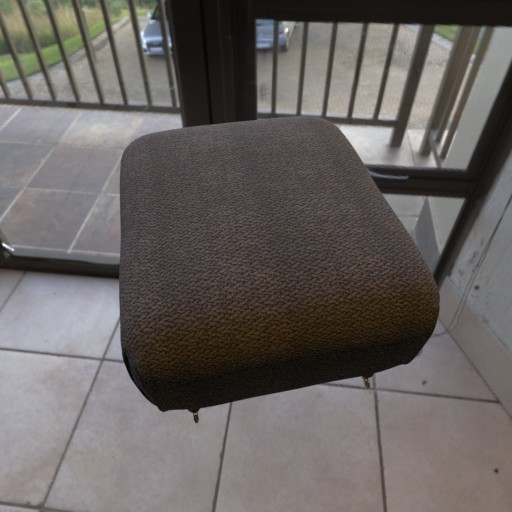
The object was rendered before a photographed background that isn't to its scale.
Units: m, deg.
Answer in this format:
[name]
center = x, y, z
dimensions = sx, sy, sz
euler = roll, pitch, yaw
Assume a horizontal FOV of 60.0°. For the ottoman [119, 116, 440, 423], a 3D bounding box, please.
[ottoman]
center = 0.000, 0.000, 1.131
dimensions = 0.622, 0.450, 0.747
euler = -9, 48, -8
